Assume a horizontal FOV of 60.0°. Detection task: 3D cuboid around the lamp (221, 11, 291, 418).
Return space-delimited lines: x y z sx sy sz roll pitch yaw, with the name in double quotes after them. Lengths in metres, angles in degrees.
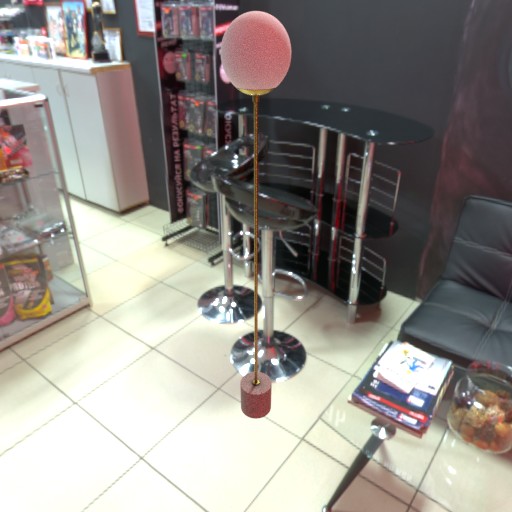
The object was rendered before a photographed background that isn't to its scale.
0.000 0.000 1.807 0.229 1.748 0.229 -10 31 -17 "lamp"
